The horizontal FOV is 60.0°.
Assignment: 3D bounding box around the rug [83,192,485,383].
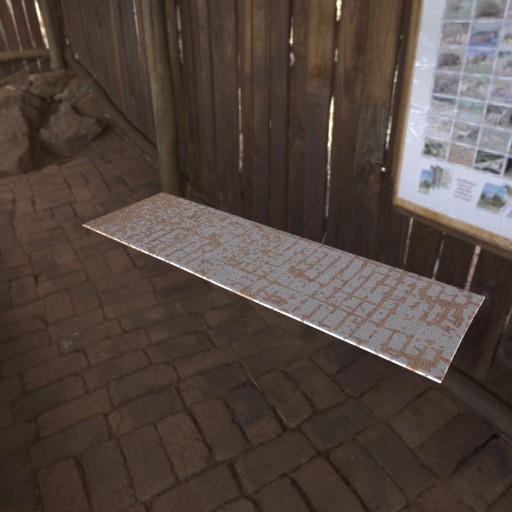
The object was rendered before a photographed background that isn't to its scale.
[{"bbox_3d":[0.000,0.000,2.691,2.435,0.011,0.750,21,36,31],"label":"rug"}]
